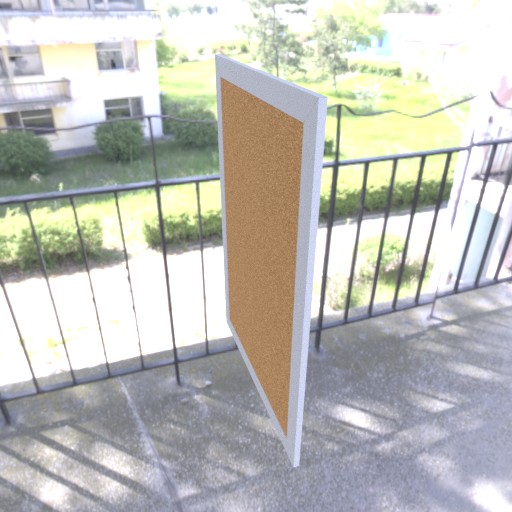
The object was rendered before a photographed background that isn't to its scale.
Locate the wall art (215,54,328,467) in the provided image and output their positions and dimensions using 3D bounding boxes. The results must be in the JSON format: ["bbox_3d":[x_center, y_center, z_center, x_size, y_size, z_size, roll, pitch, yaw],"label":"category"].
[{"bbox_3d":[0.000,0.000,0.843,0.011,0.659,0.454,-10,32,-17],"label":"wall art"}]
